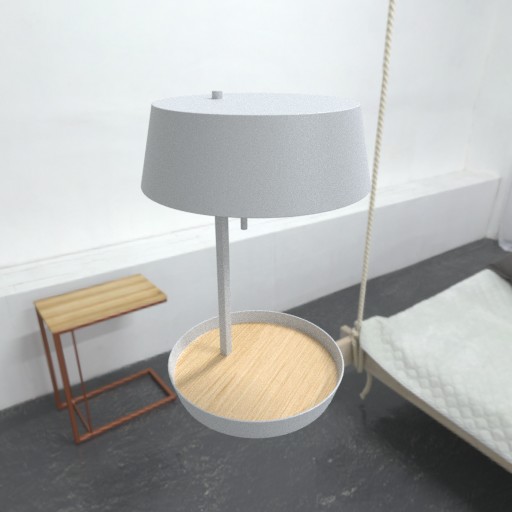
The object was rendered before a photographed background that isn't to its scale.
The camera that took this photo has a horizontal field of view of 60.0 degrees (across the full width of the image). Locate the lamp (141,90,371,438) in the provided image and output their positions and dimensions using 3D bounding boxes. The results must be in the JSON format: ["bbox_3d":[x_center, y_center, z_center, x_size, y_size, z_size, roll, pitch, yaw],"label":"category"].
[{"bbox_3d":[0.000,0.000,0.621,0.291,0.429,0.291,0,25,0],"label":"lamp"}]
